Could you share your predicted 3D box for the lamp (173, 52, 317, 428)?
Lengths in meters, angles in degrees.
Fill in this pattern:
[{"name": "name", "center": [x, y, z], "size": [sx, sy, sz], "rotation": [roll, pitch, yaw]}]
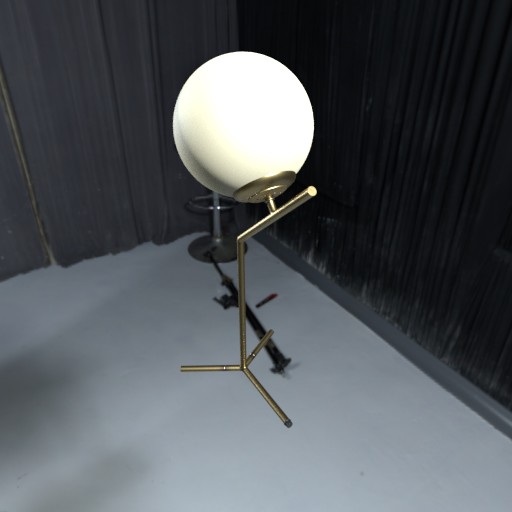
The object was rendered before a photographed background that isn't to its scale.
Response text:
[{"name": "lamp", "center": [0.000, 0.000, 0.664], "size": [0.210, 0.552, 0.251], "rotation": [-17, 35, -26]}]
